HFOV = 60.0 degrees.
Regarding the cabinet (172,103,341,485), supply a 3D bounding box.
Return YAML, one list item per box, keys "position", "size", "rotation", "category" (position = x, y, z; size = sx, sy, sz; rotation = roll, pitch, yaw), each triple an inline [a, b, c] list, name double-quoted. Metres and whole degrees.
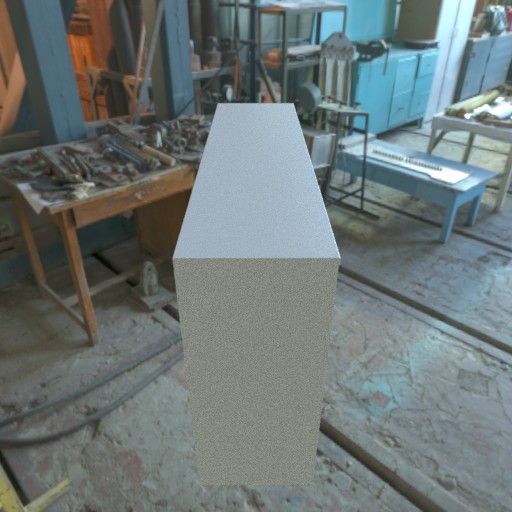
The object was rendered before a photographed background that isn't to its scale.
- position: [0.000, 0.000, 1.852]
  size: [0.380, 0.900, 1.450]
  rotation: [0, 32, 0]
  category: "cabinet"
